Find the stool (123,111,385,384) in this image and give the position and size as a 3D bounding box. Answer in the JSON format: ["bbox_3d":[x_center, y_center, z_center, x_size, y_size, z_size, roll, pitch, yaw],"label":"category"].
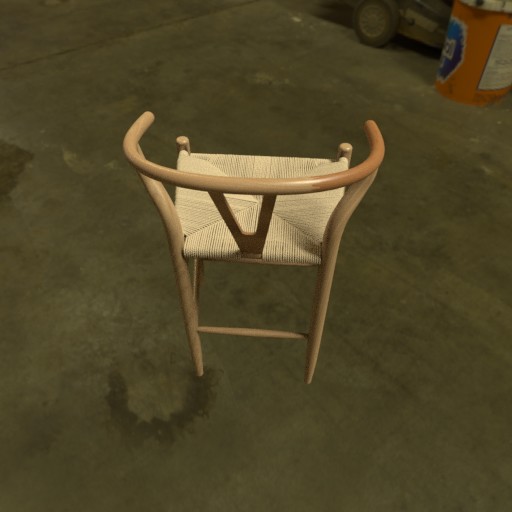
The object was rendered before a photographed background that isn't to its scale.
[{"bbox_3d":[0.000,0.000,1.253,0.536,0.923,0.575,3,46,3],"label":"stool"}]
